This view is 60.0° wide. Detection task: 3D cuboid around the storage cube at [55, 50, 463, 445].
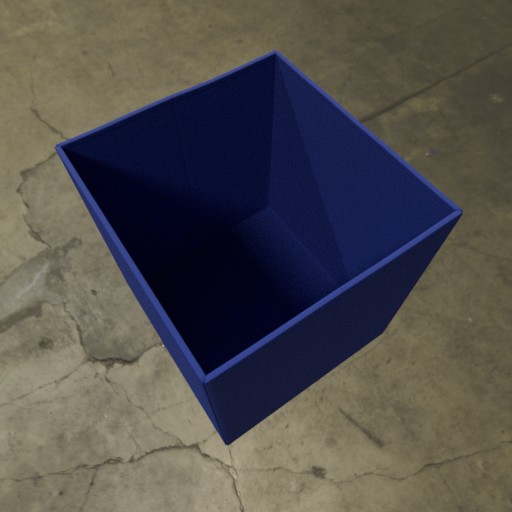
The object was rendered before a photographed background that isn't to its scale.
[{"bbox_3d":[0.000,0.000,0.506,0.270,0.280,0.270,-31,64,-17],"label":"storage cube"}]
